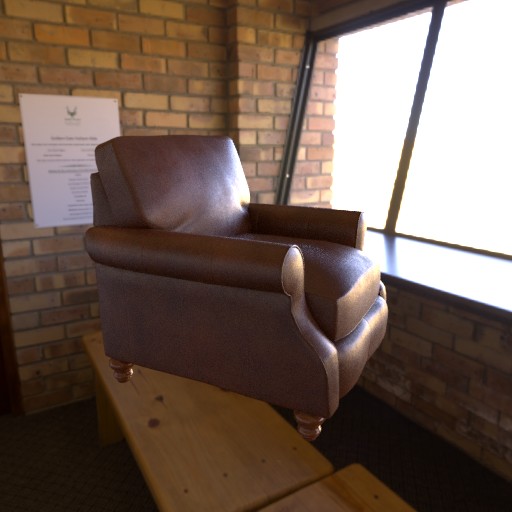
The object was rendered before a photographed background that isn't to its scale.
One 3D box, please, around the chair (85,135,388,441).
[{"bbox_3d":[0.000,0.000,1.807,0.992,0.972,0.989,7,15,26],"label":"chair"}]
